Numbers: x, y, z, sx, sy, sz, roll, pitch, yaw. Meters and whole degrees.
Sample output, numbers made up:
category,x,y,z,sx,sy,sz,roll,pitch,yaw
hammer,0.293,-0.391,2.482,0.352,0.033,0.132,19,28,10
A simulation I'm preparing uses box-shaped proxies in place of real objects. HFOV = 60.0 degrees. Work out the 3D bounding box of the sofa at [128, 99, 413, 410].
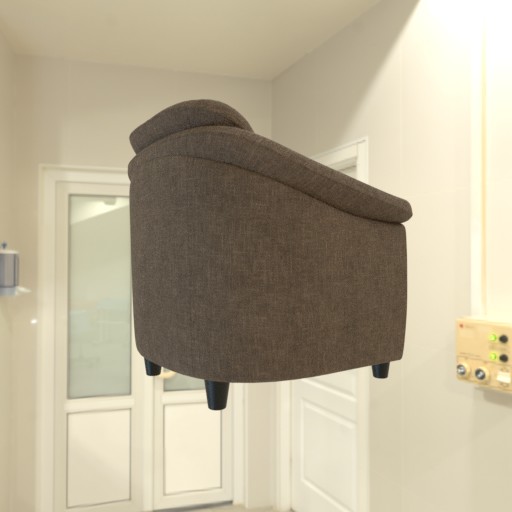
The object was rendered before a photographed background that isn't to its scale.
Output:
category,x,y,z,sx,sy,sz,roll,pitch,yaw
sofa,0.000,0.000,1.510,0.794,0.811,0.870,1,-1,-35
